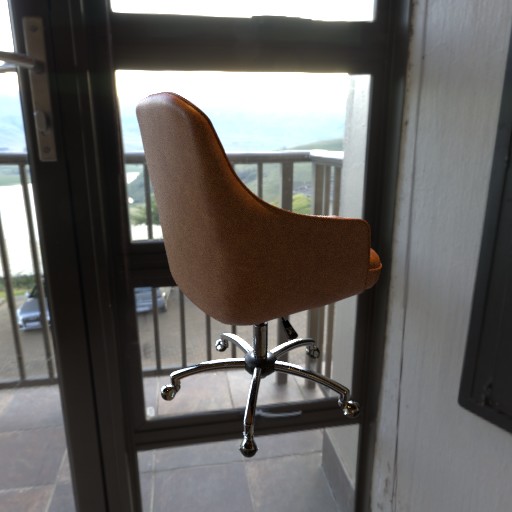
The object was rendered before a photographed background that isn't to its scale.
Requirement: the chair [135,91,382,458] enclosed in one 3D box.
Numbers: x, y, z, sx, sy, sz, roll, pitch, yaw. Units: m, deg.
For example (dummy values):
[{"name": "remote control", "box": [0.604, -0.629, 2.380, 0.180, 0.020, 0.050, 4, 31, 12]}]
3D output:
[{"name": "chair", "box": [0.000, 0.000, 1.345, 0.615, 0.909, 0.628, -8, 17, -27]}]
